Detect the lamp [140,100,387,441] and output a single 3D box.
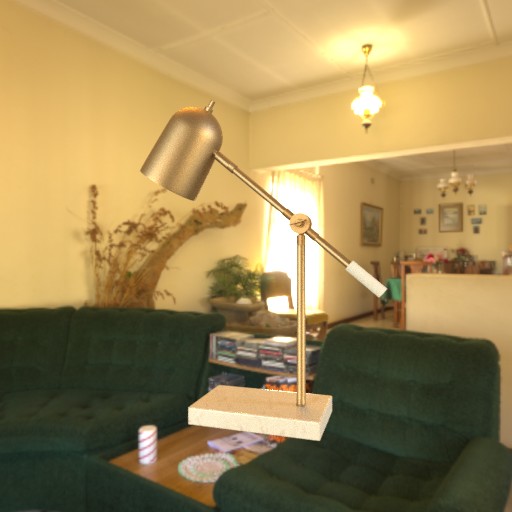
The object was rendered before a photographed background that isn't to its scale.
[{"bbox_3d":[0.000,0.000,0.831,0.471,0.603,0.144,0,0,18],"label":"lamp"}]
